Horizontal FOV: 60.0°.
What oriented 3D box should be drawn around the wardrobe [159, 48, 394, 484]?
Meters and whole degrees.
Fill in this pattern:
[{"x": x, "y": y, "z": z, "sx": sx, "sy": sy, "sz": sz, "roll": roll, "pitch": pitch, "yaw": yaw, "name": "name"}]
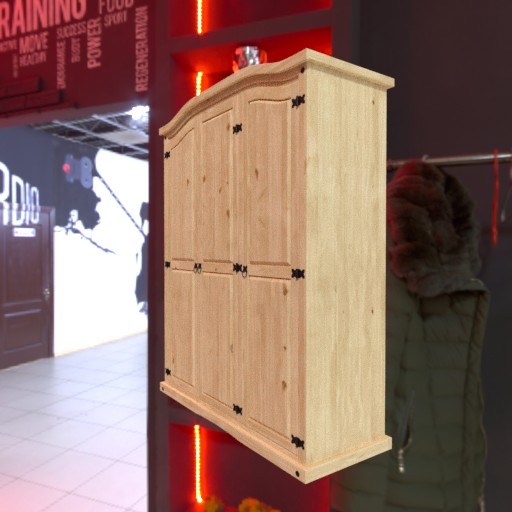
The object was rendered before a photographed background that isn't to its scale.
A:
[{"x": 0.000, "y": 0.000, "z": 2.596, "sx": 0.570, "sy": 1.870, "sz": 1.500, "roll": -1, "pitch": 1, "yaw": -35, "name": "wardrobe"}]
